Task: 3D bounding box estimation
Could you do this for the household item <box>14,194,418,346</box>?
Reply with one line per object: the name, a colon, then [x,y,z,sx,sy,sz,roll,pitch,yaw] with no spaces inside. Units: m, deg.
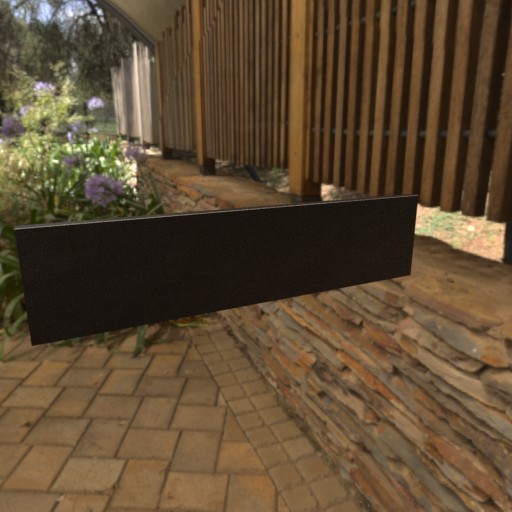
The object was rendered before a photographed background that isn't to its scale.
household item: [0.000,0.000,1.069,1.001,0.236,0.030,-8,17,-26]
